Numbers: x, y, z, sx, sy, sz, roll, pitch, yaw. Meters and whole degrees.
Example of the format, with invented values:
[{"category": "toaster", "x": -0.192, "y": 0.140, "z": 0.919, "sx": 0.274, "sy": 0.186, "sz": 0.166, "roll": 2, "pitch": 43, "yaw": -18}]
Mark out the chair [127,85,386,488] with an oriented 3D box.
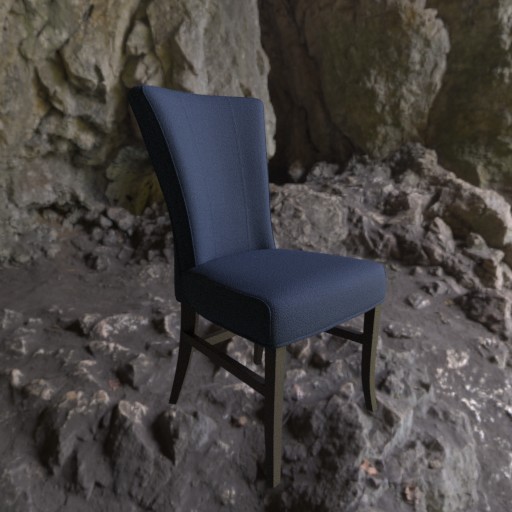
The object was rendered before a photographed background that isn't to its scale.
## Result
[{"category": "chair", "x": 0.000, "y": 0.000, "z": 1.358, "sx": 0.520, "sy": 0.991, "sz": 0.660, "roll": -13, "pitch": 18, "yaw": -43}]
